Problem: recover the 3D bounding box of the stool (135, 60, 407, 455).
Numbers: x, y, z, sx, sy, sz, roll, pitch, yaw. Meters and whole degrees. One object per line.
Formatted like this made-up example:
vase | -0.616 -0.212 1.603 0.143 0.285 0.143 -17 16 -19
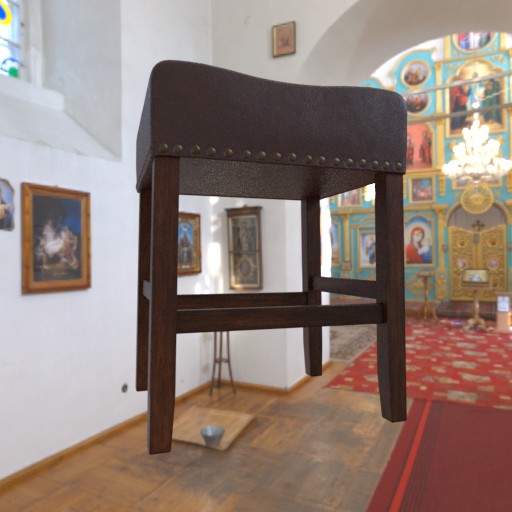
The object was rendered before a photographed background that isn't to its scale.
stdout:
stool | 0.000 0.000 0.920 0.465 0.608 0.397 0 -1 -18
